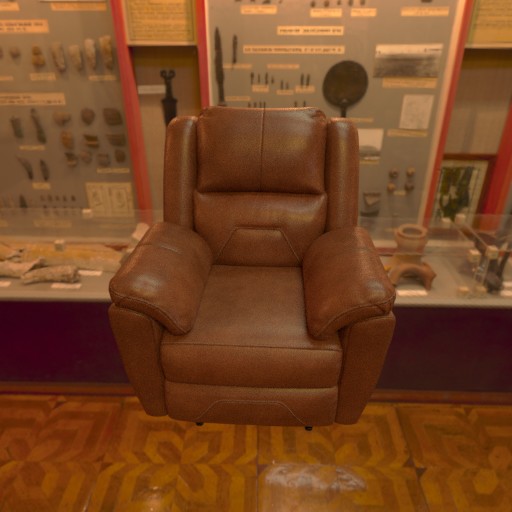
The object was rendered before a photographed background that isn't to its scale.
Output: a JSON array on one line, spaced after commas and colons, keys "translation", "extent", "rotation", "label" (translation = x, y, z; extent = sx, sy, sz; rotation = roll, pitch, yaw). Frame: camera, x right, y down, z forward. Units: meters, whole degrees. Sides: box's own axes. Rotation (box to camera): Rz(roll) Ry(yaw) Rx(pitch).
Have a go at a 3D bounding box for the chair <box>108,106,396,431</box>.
[{"translation": [0.000, 0.000, 1.909], "extent": [0.990, 1.093, 1.041], "rotation": [1, 29, 3], "label": "chair"}]
